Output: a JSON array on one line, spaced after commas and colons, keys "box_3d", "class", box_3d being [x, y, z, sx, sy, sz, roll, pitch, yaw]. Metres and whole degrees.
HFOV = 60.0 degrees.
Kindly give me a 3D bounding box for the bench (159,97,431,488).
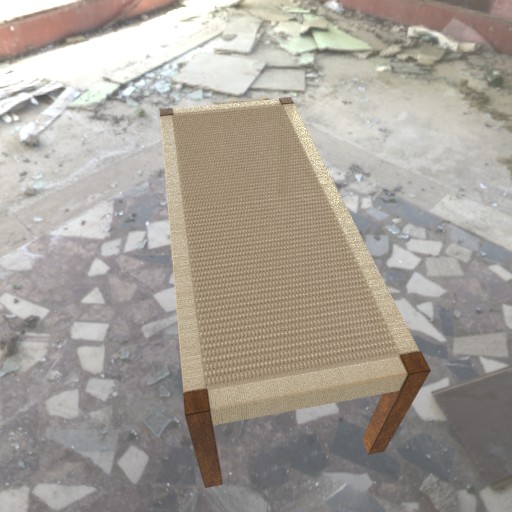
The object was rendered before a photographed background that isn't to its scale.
[{"box_3d": [0.000, 0.000, 1.451, 0.507, 0.457, 1.198, -8, 47, -7], "class": "bench"}]
